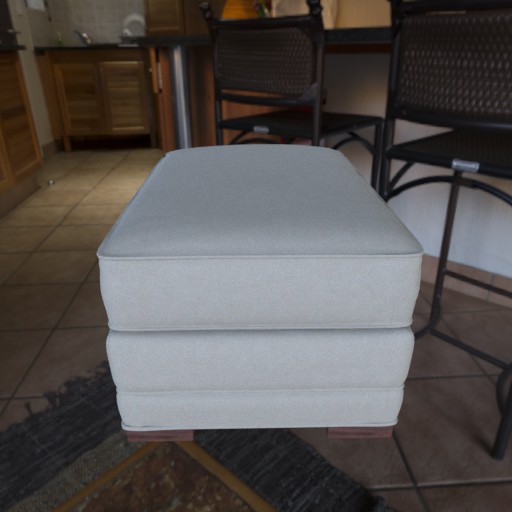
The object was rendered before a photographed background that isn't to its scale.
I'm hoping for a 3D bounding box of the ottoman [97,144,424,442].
[{"bbox_3d":[0.000,0.000,1.209,0.611,0.482,0.848,-1,26,-1],"label":"ottoman"}]
